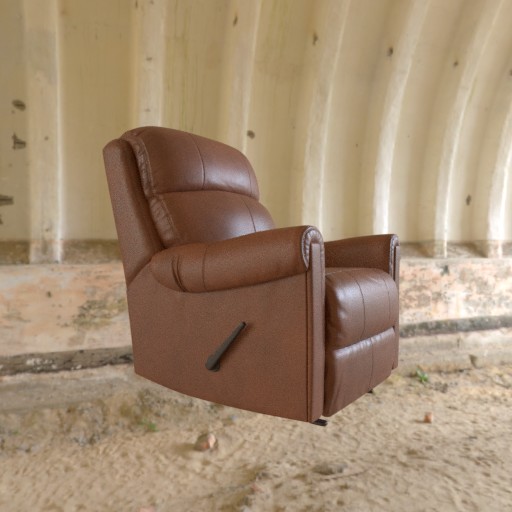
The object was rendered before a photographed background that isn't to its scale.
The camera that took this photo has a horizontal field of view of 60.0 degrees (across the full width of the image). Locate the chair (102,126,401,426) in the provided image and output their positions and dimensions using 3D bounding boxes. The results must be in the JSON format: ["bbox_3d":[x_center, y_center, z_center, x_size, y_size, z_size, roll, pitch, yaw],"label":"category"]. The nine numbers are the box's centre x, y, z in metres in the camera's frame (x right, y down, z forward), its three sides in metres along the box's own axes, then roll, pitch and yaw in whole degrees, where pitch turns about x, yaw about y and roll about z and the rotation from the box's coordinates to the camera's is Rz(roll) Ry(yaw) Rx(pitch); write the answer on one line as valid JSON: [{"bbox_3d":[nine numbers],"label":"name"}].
[{"bbox_3d":[0.000,0.000,1.792,1.014,1.054,0.838,0,1,36],"label":"chair"}]
